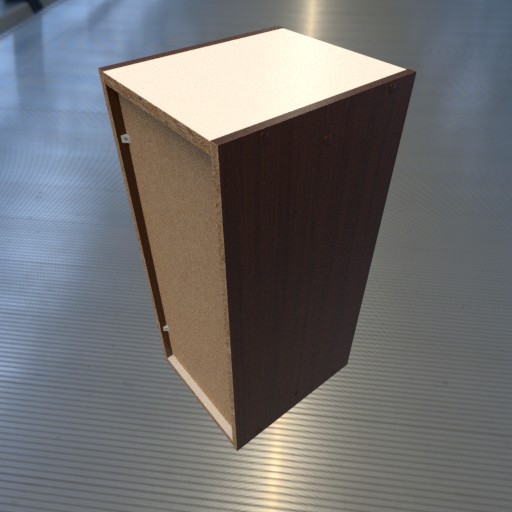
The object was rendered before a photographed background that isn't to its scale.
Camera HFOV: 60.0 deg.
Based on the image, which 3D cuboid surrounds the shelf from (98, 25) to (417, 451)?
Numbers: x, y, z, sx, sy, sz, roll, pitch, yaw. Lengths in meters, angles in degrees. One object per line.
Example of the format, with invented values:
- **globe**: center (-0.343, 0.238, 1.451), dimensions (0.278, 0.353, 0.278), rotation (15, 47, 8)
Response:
- **shelf**: center (0.000, 0.000, 0.732), dimensions (0.290, 0.600, 0.253), rotation (-28, 49, -28)
